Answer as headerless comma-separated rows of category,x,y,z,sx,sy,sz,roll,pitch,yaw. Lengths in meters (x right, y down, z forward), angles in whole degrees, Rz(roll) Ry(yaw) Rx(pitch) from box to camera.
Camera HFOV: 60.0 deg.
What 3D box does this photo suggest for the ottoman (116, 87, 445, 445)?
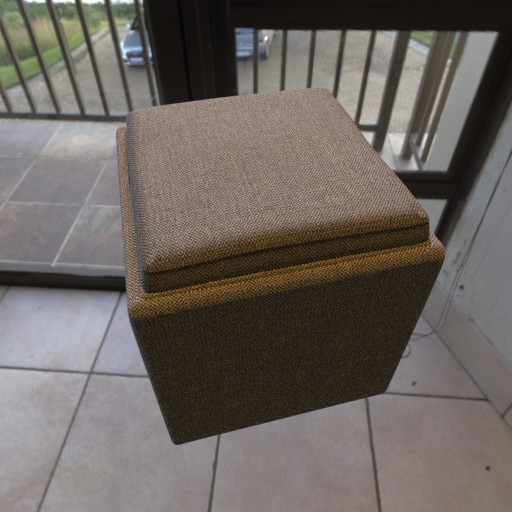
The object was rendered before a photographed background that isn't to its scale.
ottoman,0.000,0.000,0.845,0.436,0.487,0.454,-10,47,-10
